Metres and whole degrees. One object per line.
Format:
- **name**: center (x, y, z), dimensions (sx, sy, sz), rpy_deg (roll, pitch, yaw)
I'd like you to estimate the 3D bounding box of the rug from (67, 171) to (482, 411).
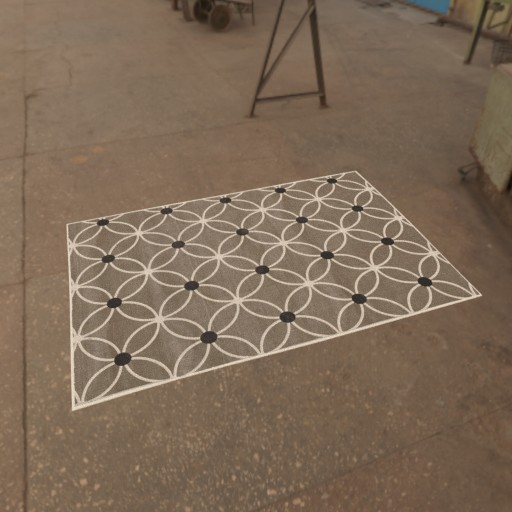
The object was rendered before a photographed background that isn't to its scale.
- **rug**: center (0.000, 0.000, 2.840), dimensions (2.284, 0.008, 1.522), rpy_deg (-13, 42, -14)
